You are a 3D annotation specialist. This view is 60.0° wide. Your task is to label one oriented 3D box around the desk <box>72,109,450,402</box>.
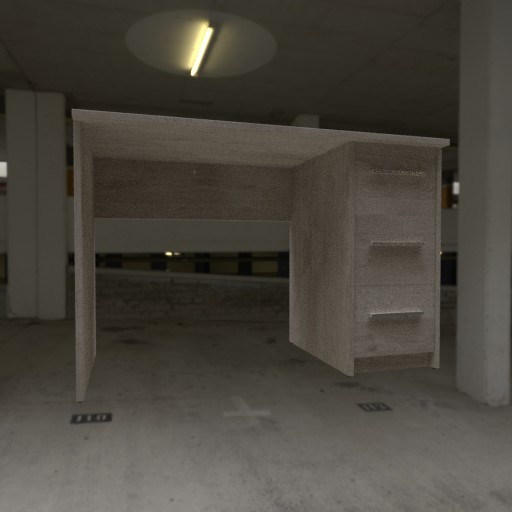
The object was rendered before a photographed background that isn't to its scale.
[{"bbox_3d":[0.000,0.000,1.508,1.097,0.735,0.560,0,2,-16],"label":"desk"}]
